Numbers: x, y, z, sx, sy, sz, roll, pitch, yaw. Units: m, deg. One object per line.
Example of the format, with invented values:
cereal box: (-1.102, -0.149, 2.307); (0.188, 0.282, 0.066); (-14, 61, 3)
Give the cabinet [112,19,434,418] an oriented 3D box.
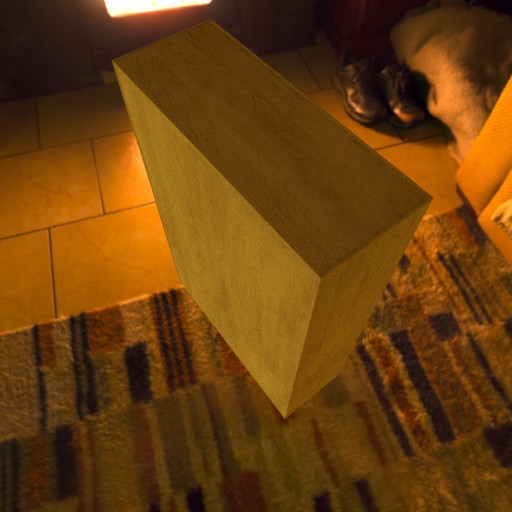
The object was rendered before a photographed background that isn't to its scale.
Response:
cabinet: (0.000, 0.000, 2.451); (0.510, 1.910, 1.290); (-33, 64, -19)
